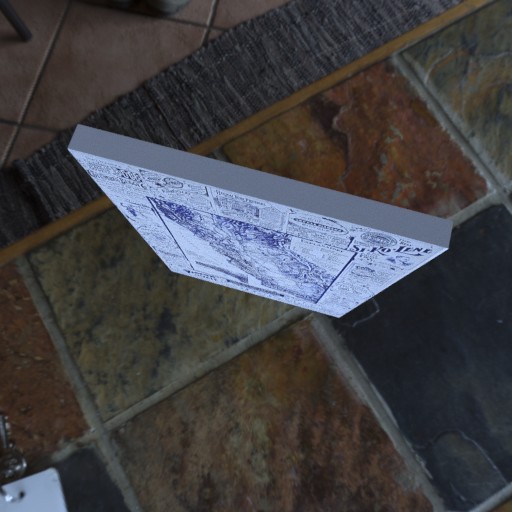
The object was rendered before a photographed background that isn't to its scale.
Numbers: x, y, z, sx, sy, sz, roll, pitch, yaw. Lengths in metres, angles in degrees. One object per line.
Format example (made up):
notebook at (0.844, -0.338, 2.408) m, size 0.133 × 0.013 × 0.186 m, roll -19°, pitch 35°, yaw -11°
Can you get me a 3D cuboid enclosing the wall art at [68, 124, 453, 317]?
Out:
wall art at (0.000, 0.000, 0.941) m, size 0.511 × 0.753 × 0.039 m, roll 15°, pitch 76°, yaw 4°
